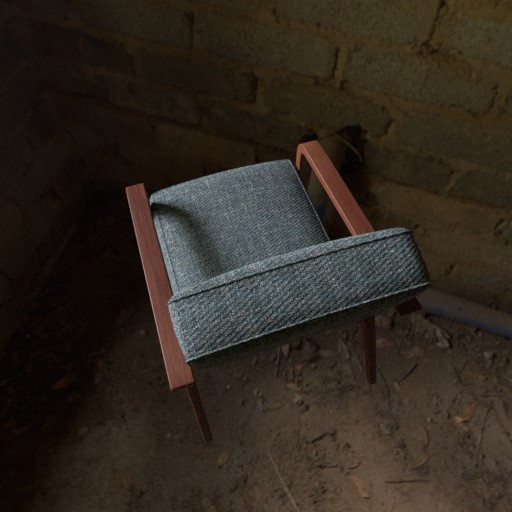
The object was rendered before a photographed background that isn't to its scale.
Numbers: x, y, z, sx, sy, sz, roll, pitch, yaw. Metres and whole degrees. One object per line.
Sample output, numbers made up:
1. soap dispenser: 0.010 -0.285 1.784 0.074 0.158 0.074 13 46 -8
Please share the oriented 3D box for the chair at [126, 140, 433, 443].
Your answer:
1. chair: 0.000 0.000 1.503 0.719 0.864 0.889 -16 60 -9
